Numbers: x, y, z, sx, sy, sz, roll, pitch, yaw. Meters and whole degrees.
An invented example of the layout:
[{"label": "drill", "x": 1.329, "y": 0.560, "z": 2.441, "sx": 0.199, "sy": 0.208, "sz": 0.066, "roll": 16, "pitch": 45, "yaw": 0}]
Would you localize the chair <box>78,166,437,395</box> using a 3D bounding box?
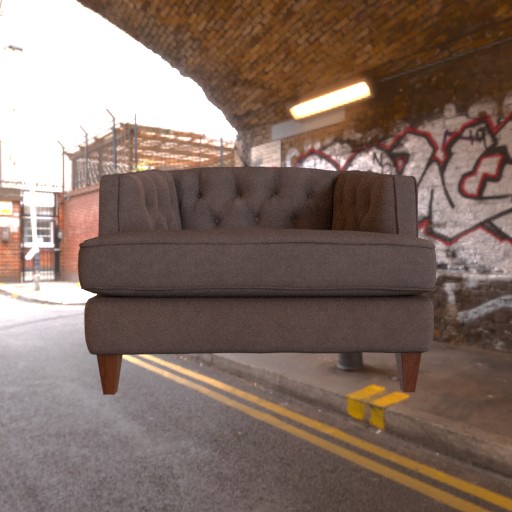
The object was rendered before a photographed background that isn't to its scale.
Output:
[{"label": "chair", "x": 0.000, "y": 0.000, "z": 1.753, "sx": 1.104, "sy": 0.852, "sz": 0.941, "roll": 0, "pitch": 1, "yaw": -1}]
